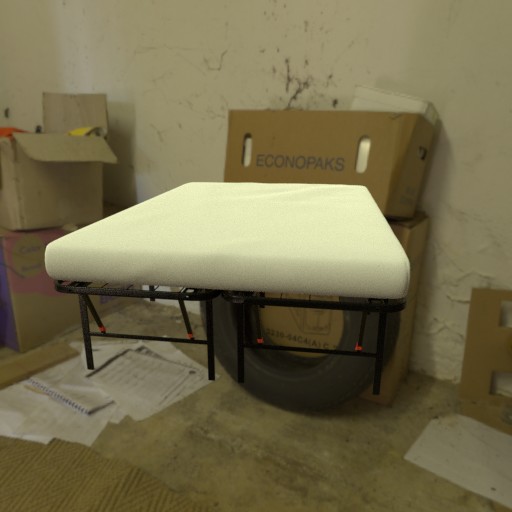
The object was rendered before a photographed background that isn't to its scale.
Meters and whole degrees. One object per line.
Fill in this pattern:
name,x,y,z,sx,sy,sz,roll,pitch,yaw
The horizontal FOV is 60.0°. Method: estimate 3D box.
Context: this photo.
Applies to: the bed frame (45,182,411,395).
bed frame,0.000,0.000,2.550,1.372,0.637,1.905,3,17,8
